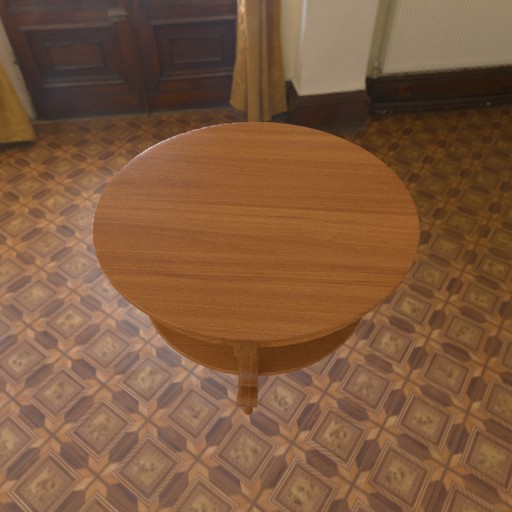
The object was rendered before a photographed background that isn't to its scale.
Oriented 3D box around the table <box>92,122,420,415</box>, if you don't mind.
[{"bbox_3d":[0.000,0.000,1.603,1.029,0.490,1.029,0,46,0],"label":"table"}]
